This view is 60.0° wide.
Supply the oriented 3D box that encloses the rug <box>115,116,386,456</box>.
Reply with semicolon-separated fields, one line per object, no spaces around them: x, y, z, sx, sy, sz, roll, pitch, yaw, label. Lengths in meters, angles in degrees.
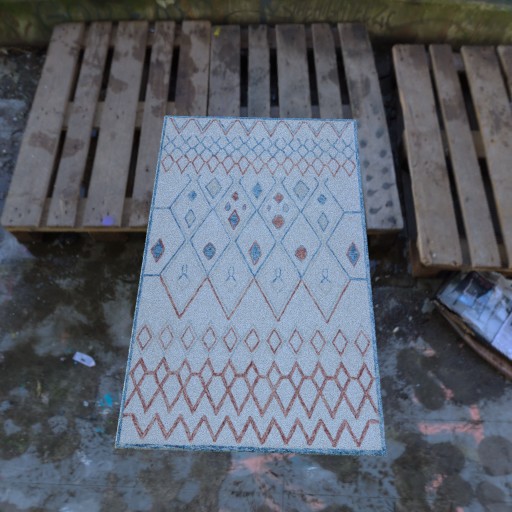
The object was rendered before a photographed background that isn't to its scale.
0.000;0.000;3.008;1.524;0.015;2.438;1;64;1;rug
